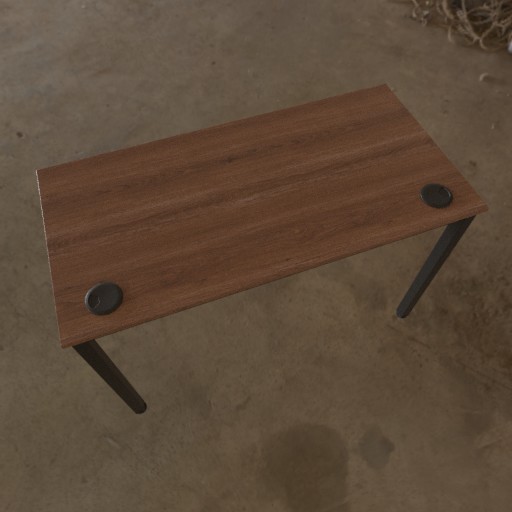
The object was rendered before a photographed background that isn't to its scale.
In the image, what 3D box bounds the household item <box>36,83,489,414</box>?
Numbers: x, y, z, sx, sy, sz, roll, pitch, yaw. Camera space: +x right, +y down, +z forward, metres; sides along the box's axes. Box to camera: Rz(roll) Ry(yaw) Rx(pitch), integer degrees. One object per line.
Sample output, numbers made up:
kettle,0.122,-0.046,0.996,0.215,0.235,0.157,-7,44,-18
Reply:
household item,0.000,0.000,1.616,1.200,0.750,0.600,-17,59,-11
